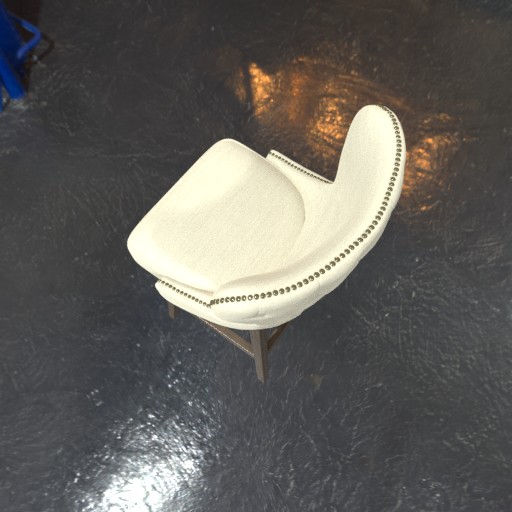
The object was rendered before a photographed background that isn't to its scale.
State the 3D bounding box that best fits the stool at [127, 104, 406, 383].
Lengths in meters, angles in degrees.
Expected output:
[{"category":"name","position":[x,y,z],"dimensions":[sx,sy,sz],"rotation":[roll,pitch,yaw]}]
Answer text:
[{"category":"stool","position":[0.000,0.000,1.348],"dimensions":[0.597,0.972,0.615],"rotation":[32,69,15]}]
